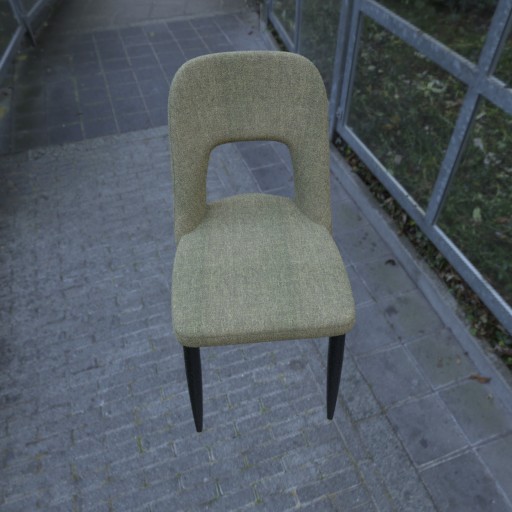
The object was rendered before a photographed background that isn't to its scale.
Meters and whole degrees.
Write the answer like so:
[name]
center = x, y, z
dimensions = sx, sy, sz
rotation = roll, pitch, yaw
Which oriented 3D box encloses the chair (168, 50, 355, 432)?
[chair]
center = 0.000, 0.000, 1.275
dimensions = 0.470, 0.931, 0.612
rotation = -4, 46, -4
